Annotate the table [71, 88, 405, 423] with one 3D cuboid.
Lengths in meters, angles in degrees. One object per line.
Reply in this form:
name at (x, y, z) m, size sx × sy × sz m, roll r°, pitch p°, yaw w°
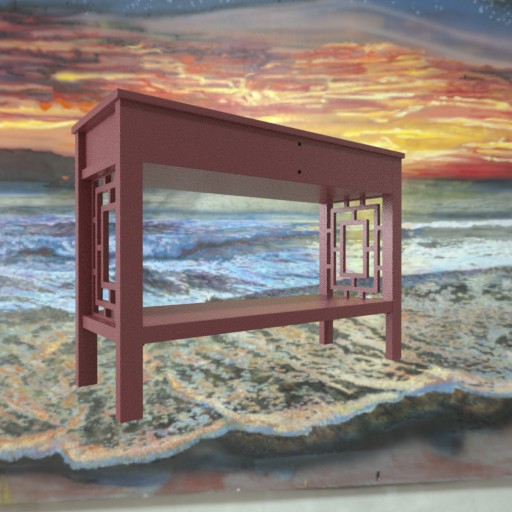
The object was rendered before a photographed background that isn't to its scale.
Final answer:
table at (0.000, 0.000, 1.465) m, size 1.068 × 0.753 × 0.397 m, roll 0°, pitch 0°, yaw -37°
